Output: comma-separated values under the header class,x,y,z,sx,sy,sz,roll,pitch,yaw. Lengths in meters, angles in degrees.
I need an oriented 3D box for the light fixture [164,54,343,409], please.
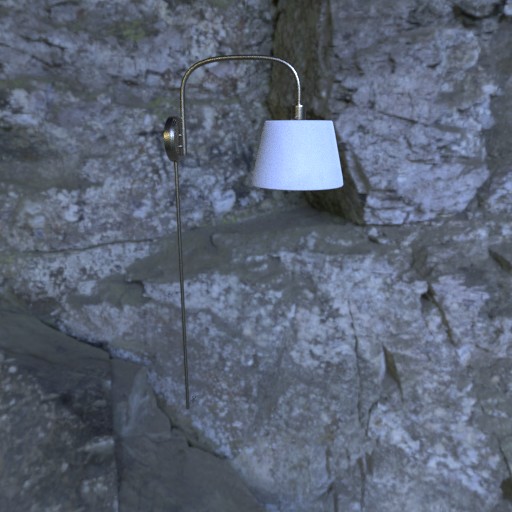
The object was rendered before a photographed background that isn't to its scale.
class,x,y,z,sx,sy,sz,roll,pitch,yaw
light fixture,0.000,0.000,0.477,0.176,0.399,0.092,3,16,9
